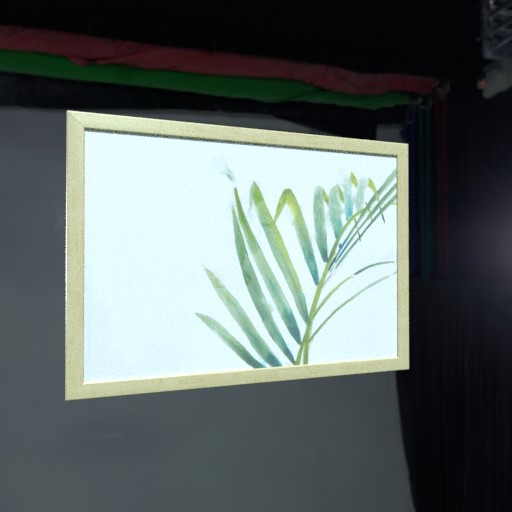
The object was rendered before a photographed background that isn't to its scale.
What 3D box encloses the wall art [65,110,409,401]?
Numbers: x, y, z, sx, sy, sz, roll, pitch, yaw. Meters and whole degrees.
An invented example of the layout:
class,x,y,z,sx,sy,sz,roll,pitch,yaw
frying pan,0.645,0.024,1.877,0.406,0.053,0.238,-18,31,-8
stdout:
class,x,y,z,sx,sy,sz,roll,pitch,yaw
wall art,0.000,0.000,0.678,0.533,0.381,0.032,0,-1,-18
